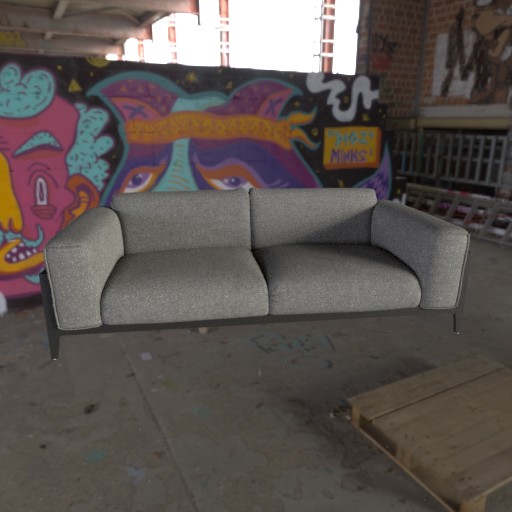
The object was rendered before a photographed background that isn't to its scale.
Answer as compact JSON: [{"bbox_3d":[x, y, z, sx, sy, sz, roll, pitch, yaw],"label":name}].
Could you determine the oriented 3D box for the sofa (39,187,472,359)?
[{"bbox_3d":[0.000,0.000,2.617,2.125,0.703,0.985,-2,17,-7],"label":"sofa"}]
